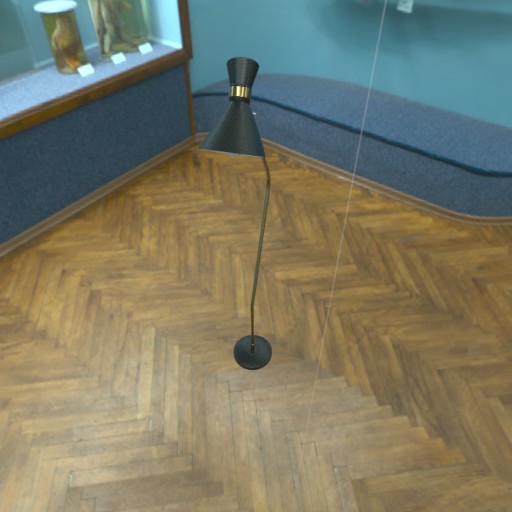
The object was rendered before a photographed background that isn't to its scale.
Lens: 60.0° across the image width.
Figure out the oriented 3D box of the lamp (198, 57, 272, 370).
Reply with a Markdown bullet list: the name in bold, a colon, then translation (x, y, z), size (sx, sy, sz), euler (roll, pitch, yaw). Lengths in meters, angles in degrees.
- **lamp**: translation (0.000, 0.000, 1.617), size (0.277, 1.438, 0.467), euler (30, 52, 27)
